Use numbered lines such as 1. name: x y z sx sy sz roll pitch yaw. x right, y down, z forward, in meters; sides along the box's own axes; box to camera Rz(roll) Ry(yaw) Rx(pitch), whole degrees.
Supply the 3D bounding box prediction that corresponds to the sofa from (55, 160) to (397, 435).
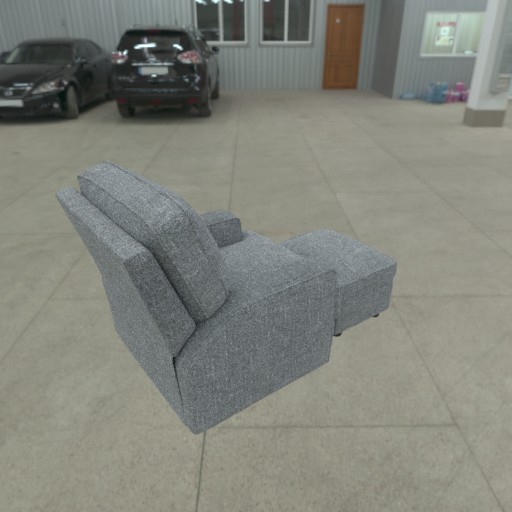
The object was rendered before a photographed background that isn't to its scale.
1. sofa: 0.000 0.000 2.068 1.472 0.959 0.861 -18 32 -32
